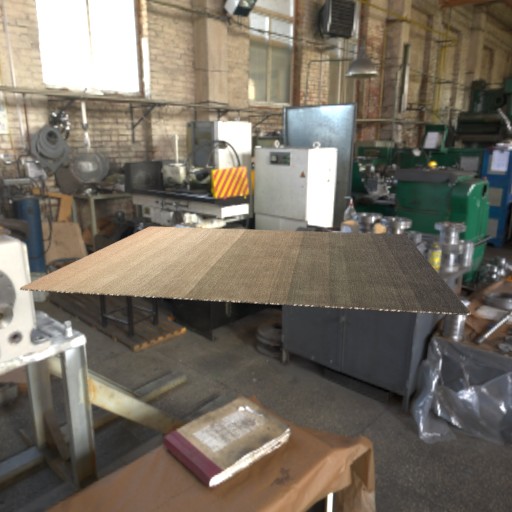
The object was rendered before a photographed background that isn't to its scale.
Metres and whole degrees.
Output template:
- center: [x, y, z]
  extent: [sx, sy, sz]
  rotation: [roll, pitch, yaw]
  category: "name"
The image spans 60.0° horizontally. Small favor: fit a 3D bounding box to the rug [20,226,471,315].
- center: [0.000, 0.000, 3.881]
  extent: [2.902, 0.017, 2.306]
  rotation: [2, 15, 9]
  category: "rug"
